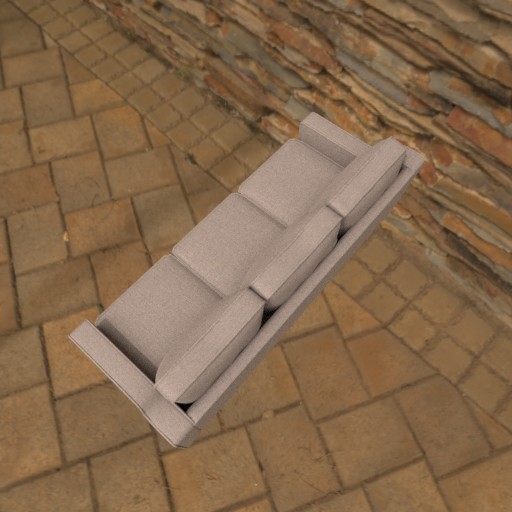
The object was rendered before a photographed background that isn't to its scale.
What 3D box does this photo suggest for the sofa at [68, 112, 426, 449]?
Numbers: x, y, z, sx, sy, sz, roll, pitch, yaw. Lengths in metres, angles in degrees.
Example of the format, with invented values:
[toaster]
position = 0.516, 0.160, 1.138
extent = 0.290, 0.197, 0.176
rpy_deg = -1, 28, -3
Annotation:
[sofa]
position = 0.000, 0.000, 2.703
extent = 0.899, 0.950, 2.129
rpy_deg = 38, 69, 17
